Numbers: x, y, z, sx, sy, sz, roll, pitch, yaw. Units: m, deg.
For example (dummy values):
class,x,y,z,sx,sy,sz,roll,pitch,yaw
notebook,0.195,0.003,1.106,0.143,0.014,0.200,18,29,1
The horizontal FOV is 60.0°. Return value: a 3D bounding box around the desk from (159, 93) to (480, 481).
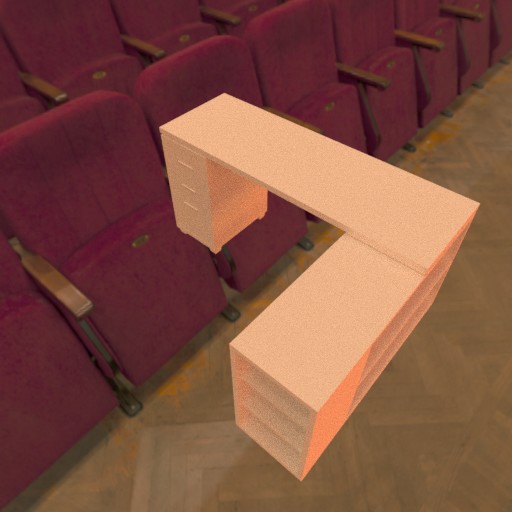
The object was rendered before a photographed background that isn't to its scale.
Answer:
class,x,y,z,sx,sy,sz,roll,pitch,yaw
desk,0.000,0.000,2.221,1.524,0.759,1.199,32,55,27
